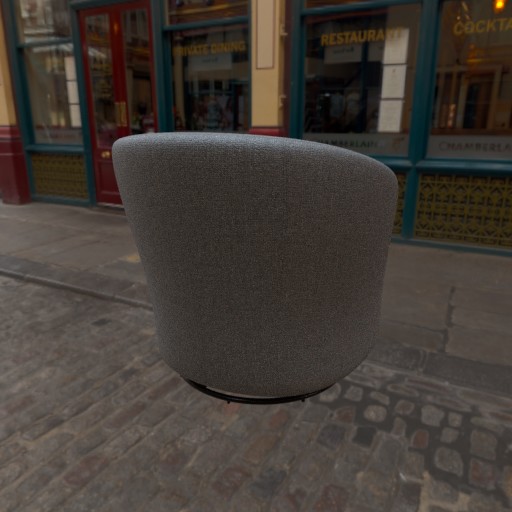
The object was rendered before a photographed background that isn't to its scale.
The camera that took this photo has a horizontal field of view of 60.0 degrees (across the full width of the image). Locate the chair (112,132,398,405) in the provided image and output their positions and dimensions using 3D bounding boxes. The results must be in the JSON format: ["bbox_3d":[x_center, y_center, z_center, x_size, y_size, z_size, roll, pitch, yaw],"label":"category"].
[{"bbox_3d":[0.000,0.000,1.438,0.791,0.771,0.815,8,17,26],"label":"chair"}]
